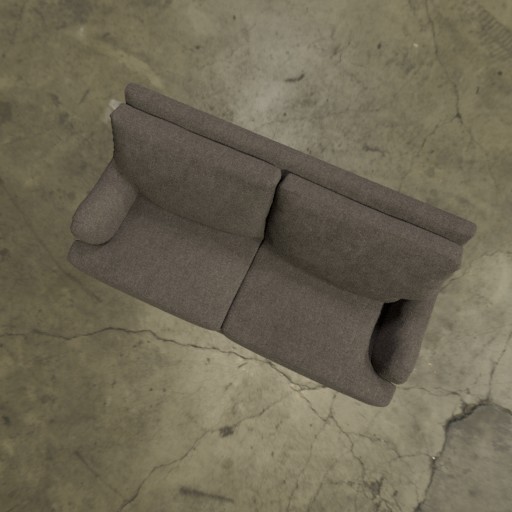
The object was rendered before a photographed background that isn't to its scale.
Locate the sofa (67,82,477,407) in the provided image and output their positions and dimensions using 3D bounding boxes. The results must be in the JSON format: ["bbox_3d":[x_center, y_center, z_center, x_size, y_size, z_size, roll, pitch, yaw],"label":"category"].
[{"bbox_3d":[0.000,0.000,2.759,2.160,1.054,1.087,24,78,6],"label":"sofa"}]
